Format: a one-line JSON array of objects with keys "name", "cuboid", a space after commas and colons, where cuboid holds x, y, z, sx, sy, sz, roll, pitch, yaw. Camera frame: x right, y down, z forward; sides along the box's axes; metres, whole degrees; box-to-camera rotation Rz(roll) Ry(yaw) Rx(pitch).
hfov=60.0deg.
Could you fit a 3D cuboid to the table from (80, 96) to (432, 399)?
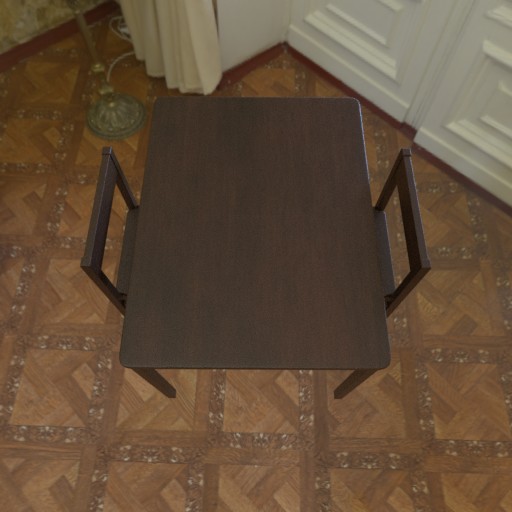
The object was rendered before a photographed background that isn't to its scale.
[{"name": "table", "cuboid": [0.000, 0.000, 1.129, 0.672, 0.503, 0.650, 0, 65, 0]}]
